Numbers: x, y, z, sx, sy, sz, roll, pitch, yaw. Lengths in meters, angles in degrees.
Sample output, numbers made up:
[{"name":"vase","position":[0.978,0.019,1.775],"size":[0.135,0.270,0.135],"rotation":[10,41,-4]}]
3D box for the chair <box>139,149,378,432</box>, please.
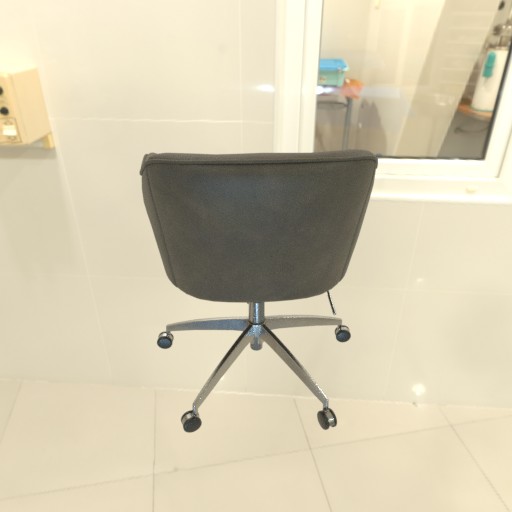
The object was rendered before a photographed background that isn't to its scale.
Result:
[{"name":"chair","position":[0.000,0.000,1.385],"size":[0.713,0.827,0.689],"rotation":[-2,30,-3]}]
